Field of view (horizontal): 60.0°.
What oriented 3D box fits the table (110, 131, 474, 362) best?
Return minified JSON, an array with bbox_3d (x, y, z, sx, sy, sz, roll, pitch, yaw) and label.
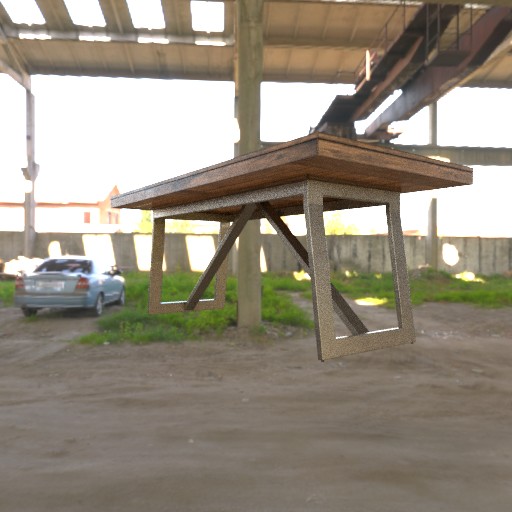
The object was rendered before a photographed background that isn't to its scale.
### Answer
[{"bbox_3d":[0.000,0.000,2.367,0.931,0.757,1.867,0,0,-37],"label":"table"}]
